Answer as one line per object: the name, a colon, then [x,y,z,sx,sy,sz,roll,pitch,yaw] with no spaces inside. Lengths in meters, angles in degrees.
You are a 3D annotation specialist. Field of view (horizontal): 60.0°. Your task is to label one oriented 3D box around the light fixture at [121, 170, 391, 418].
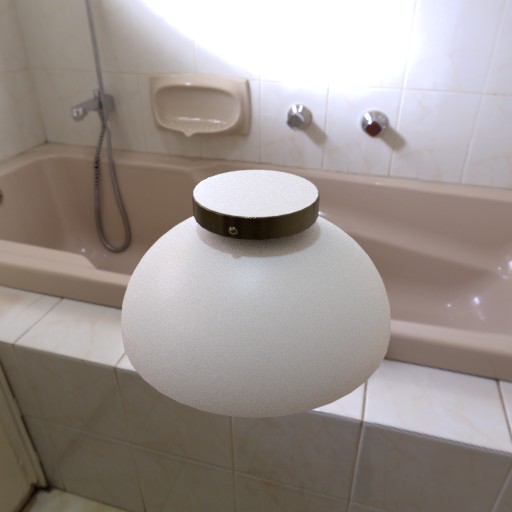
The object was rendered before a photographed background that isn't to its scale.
light fixture: [0.000,0.000,0.562,0.355,0.177,0.355,0,30,0]
